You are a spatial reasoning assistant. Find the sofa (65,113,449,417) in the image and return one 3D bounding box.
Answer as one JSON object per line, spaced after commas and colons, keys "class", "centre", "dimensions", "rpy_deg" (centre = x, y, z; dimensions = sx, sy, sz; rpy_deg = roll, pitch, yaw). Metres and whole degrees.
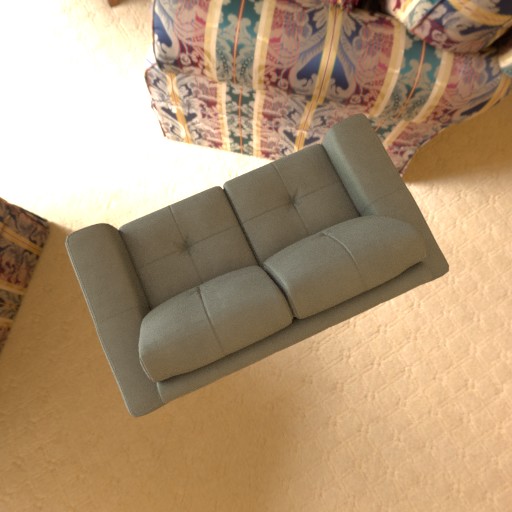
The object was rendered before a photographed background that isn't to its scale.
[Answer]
{"class": "sofa", "centre": [0.000, 0.000, 2.377], "dimensions": [1.806, 0.907, 1.018], "rpy_deg": [-24, 78, -6]}
